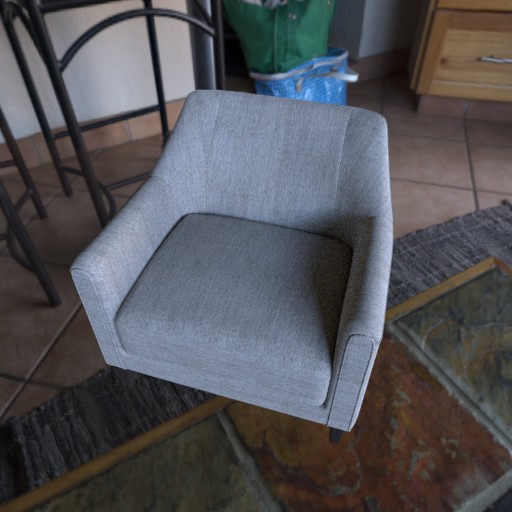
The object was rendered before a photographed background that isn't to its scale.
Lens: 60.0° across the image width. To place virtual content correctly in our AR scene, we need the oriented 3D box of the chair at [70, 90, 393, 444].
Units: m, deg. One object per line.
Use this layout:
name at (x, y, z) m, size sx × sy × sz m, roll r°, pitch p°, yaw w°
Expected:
chair at (0.000, 0.000, 1.415) m, size 0.796 × 0.761 × 0.758 m, roll 12°, pitch 44°, yaw 12°
